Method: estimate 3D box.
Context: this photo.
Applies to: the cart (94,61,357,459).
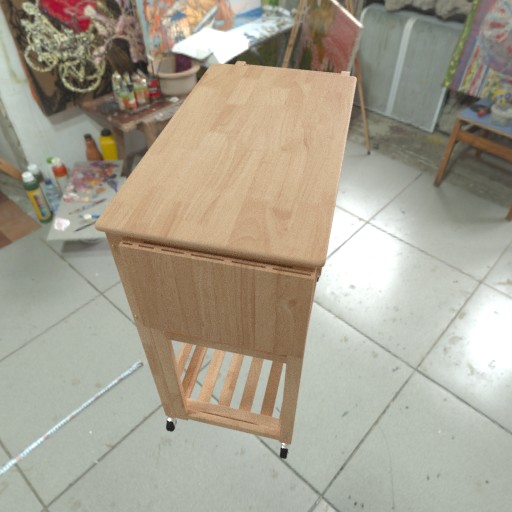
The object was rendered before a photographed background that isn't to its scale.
[{"bbox_3d":[0.000,0.000,1.377,0.432,0.879,0.853,10,47,9],"label":"cart"}]
